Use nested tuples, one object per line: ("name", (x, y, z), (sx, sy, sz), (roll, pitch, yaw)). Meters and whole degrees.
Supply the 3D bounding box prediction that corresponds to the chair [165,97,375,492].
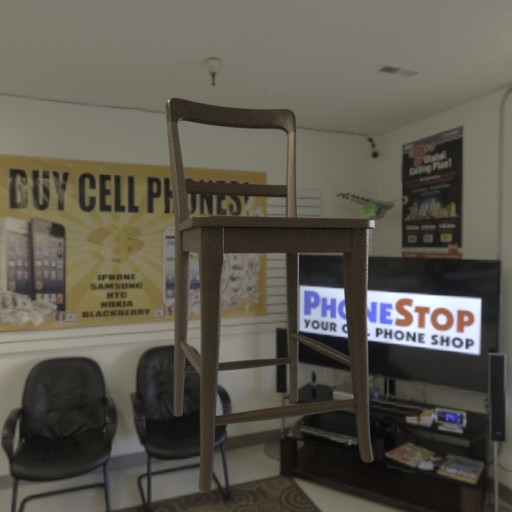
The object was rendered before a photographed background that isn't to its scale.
("chair", (0.000, 0.000, 1.249), (0.450, 0.991, 0.546), (-1, 2, -18))
